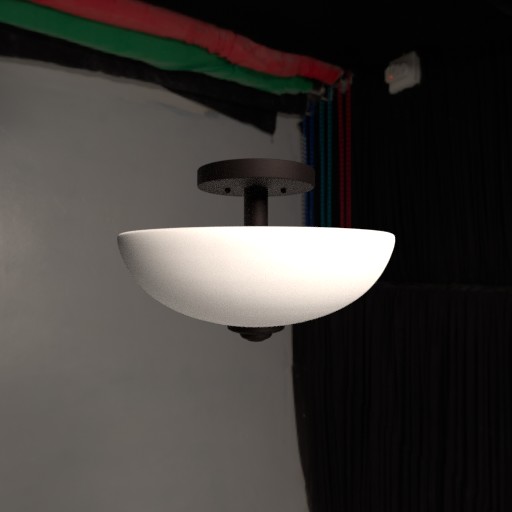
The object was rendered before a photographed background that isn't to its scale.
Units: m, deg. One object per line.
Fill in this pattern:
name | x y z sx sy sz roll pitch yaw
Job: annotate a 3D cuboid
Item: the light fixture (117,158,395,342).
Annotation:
light fixture | 0.000 0.000 0.553 0.331 0.212 0.331 0 -1 0
